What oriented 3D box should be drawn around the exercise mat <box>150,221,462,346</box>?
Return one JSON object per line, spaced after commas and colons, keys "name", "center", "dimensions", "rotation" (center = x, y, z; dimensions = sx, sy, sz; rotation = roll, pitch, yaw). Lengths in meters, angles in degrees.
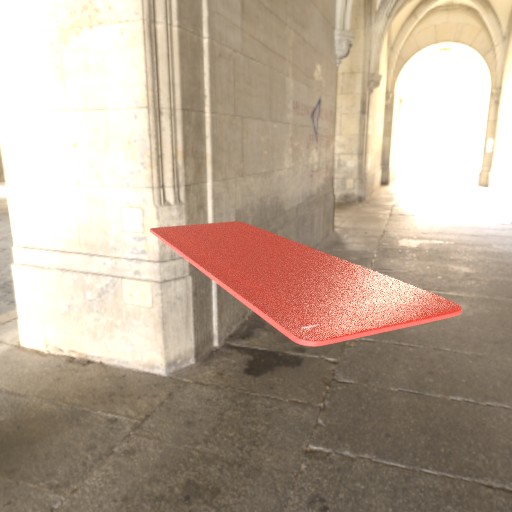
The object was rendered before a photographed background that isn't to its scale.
{"name": "exercise mat", "center": [0.000, 0.000, 2.104], "dimensions": [0.616, 0.021, 1.869], "rotation": [-7, 16, -25]}
